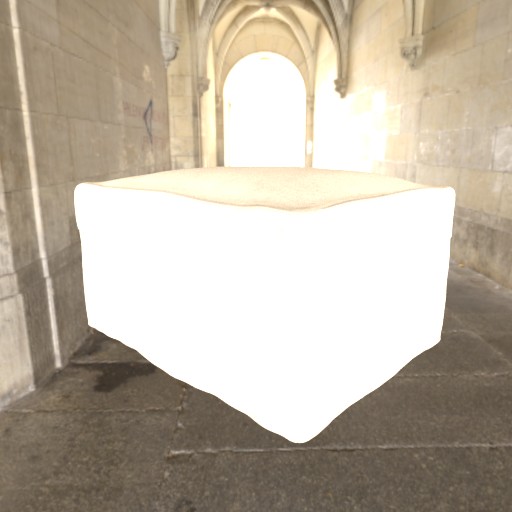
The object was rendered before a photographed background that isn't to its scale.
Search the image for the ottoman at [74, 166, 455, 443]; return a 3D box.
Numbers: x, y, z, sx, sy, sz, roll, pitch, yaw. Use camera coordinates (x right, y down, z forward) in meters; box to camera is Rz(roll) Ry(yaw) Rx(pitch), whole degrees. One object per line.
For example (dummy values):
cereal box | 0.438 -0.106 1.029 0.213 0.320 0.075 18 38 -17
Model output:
ottoman | 0.000 0.000 1.233 0.833 0.485 0.650 13 19 42
